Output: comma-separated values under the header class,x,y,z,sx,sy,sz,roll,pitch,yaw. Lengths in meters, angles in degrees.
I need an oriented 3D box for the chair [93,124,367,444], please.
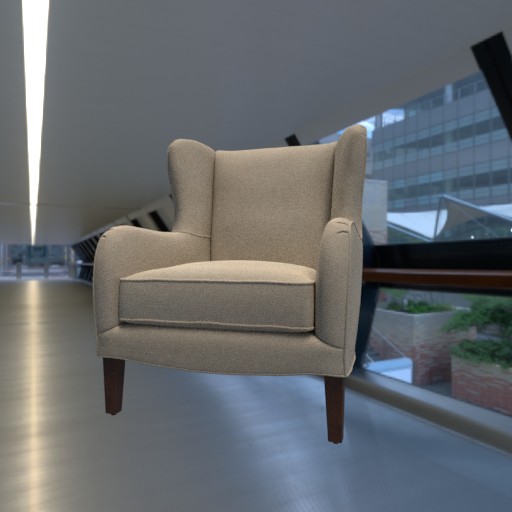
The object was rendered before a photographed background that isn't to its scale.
class,x,y,z,sx,sy,sz,roll,pitch,yaw
chair,0.000,0.000,1.737,0.838,1.040,0.966,0,0,18
